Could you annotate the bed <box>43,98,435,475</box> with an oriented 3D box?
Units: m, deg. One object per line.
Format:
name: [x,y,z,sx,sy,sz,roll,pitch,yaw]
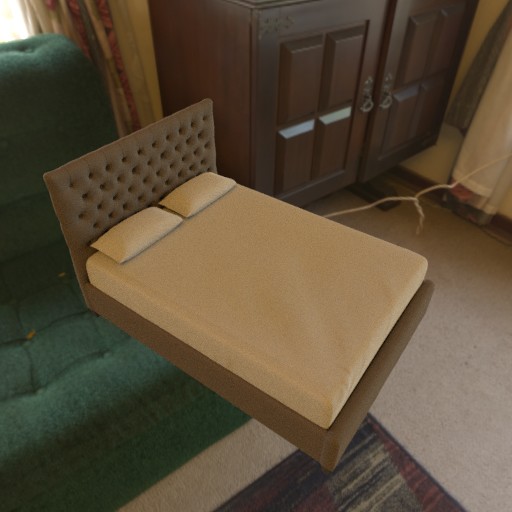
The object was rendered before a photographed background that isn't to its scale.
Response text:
bed: [0.000,0.000,3.408,2.387,1.427,1.698,25,47,27]
